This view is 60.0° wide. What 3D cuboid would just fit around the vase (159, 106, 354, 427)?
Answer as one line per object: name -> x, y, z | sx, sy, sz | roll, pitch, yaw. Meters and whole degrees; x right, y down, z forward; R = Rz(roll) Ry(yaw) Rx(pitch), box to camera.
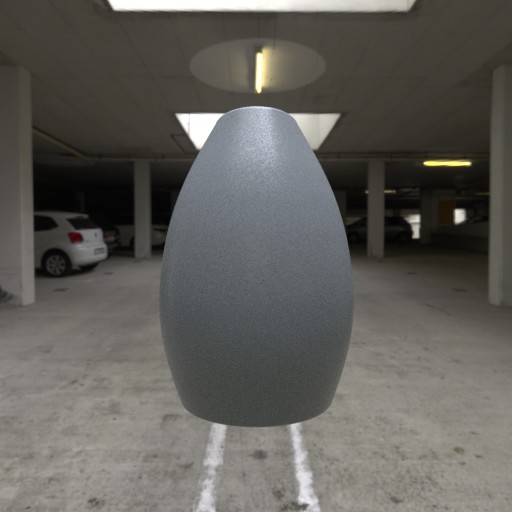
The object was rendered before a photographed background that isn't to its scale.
vase -> 0.000, 0.000, 0.256 | 0.089, 0.131, 0.187 | 0, 2, 0
